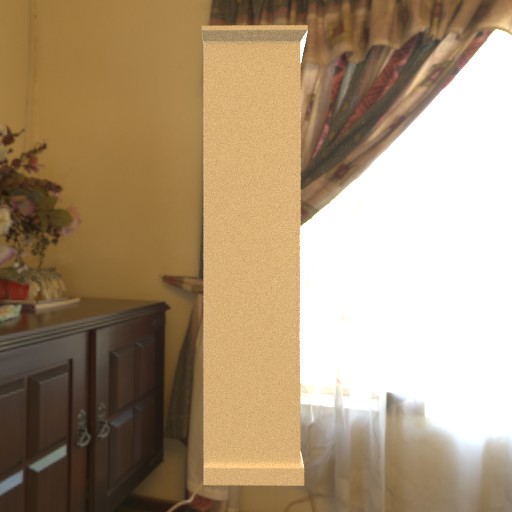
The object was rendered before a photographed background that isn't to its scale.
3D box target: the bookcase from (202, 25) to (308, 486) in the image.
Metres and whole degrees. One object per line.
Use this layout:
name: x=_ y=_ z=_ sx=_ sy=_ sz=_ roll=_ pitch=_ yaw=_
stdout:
bookcase: x=0.000 y=0.000 z=2.331 sx=0.432 sy=1.880 sz=1.050 roll=0 pitch=0 yaw=1
